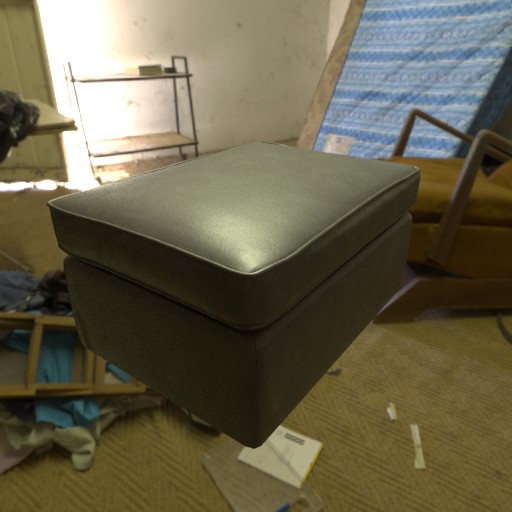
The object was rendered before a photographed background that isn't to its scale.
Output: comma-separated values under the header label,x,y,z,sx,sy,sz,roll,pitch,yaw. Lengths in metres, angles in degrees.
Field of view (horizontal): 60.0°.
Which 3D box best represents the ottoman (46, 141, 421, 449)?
label,x,y,z,sx,sy,sz,roll,pitch,yaw
ottoman,0.000,0.000,1.115,0.554,0.445,0.756,18,31,32
